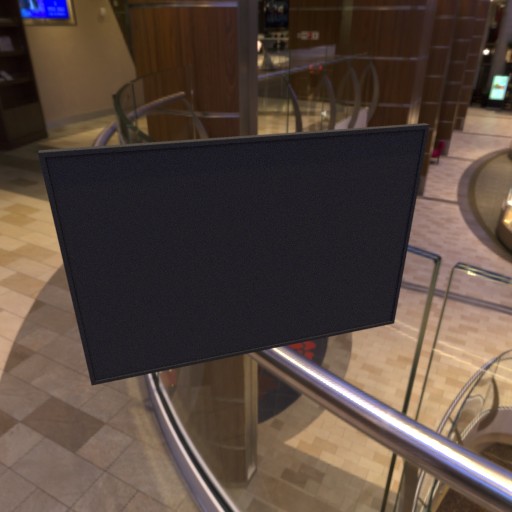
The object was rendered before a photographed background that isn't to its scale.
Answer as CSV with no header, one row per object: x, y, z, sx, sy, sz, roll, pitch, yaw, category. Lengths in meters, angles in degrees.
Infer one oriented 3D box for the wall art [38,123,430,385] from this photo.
0.000,0.000,1.501,1.190,0.805,0.028,-8,29,-15,wall art
